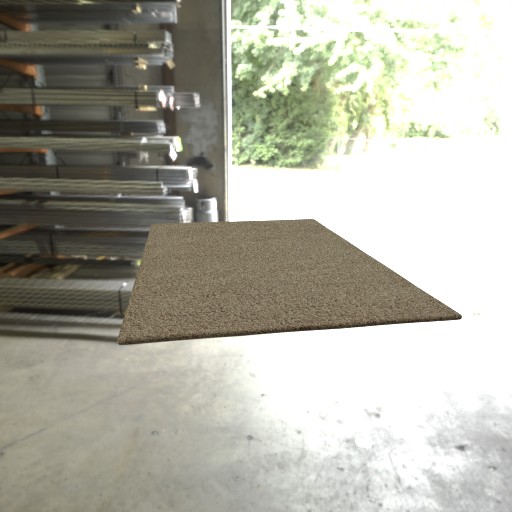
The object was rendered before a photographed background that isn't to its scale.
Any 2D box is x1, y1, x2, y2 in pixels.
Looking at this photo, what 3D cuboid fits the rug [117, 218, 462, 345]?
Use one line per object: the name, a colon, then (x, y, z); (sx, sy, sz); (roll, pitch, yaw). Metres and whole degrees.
rug: (0.000, 0.000, 3.508); (1.778, 0.030, 2.743); (-3, 16, -9)
